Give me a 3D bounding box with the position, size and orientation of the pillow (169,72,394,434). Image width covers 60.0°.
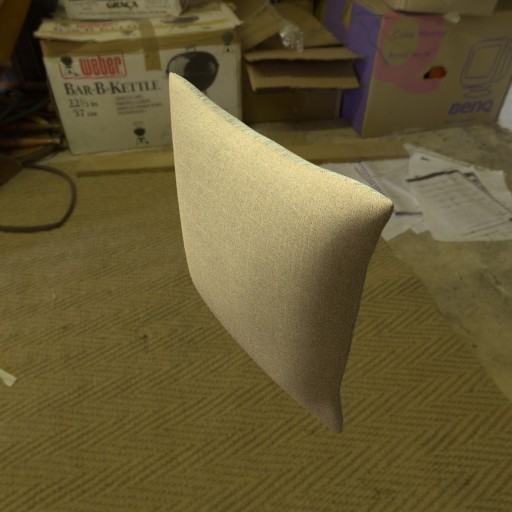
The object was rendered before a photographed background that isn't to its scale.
[{"bbox_3d":[0.000,0.000,0.790,0.178,0.506,0.512,-26,47,-26],"label":"pillow"}]
